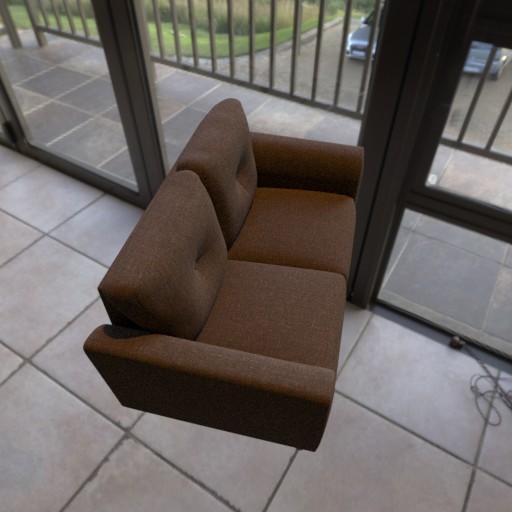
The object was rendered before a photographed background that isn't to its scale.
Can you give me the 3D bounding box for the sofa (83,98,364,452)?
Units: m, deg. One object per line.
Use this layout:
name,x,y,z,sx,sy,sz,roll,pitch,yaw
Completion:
sofa,0.000,0.000,1.996,0.851,0.885,1.423,10,47,9
